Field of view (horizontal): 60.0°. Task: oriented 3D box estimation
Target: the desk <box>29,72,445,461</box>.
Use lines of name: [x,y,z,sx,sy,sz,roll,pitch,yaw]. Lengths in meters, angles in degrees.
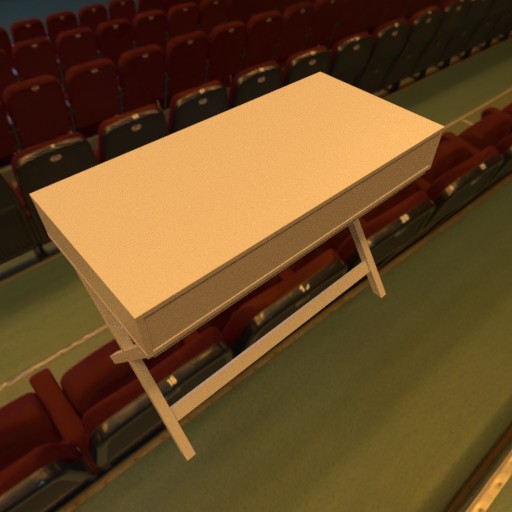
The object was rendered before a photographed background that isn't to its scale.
desk: [0.000,0.000,1.493,1.059,0.780,0.509,-32,54,-27]
